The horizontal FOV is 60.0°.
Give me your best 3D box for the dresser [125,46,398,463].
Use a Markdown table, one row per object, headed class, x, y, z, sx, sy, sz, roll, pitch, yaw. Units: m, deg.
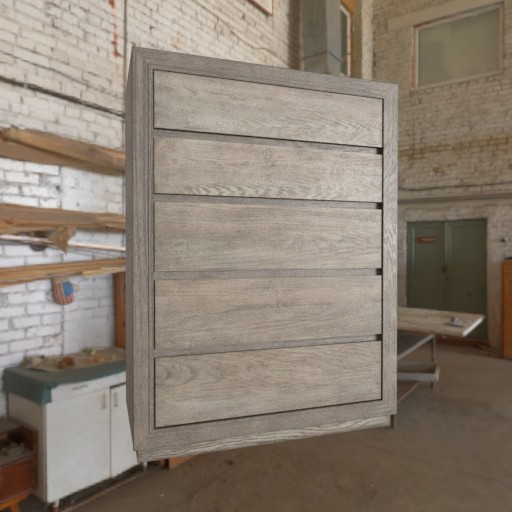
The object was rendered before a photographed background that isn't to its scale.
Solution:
| class | x | y | z | sx | sy | sz | roll | pitch | yaw |
| --- | --- | --- | --- | --- | --- | --- | --- | --- | --- |
| dresser | 0.000 | 0.000 | 1.746 | 0.967 | 1.295 | 0.483 | 0 | 1 | -19 |
